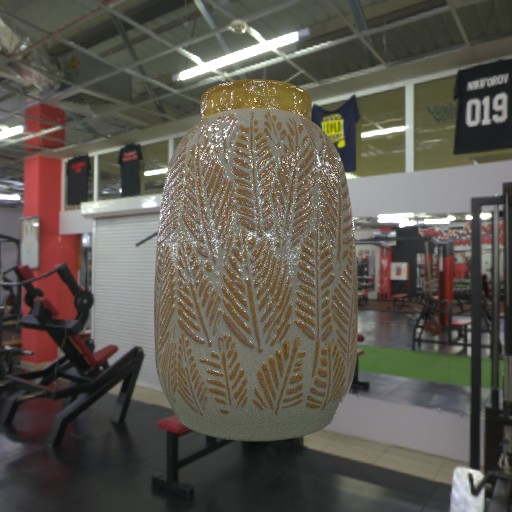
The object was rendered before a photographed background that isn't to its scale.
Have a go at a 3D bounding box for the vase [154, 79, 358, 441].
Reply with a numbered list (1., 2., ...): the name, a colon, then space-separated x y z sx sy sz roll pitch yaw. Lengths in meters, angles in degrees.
1. vase: 0.000 0.000 0.384 0.172 0.270 0.172 0 -1 0
